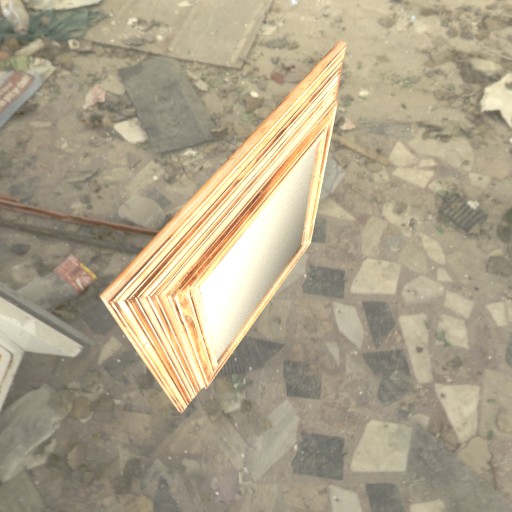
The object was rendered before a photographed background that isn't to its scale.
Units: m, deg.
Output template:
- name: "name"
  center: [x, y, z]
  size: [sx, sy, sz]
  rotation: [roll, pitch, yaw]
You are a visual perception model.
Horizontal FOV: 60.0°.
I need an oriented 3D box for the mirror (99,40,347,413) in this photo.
- name: "mirror"
  center: [0.000, 0.000, 1.208]
  size: [0.061, 0.804, 0.804]
  rotation: [30, 63, 17]
